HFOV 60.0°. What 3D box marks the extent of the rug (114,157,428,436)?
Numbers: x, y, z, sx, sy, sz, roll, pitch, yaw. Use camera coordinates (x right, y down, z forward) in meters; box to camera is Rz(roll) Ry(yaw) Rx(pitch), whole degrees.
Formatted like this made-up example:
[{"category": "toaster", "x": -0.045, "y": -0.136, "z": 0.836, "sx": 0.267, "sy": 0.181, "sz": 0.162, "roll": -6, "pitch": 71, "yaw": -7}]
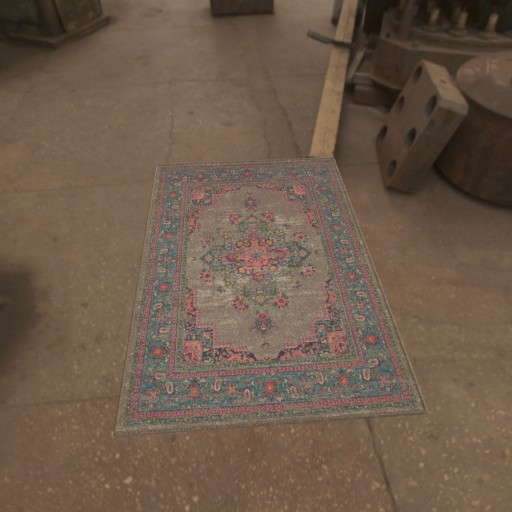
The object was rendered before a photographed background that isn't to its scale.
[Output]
[{"category": "rug", "x": 0.000, "y": 0.000, "z": 2.218, "sx": 1.144, "sy": 0.014, "sz": 1.748, "roll": -3, "pitch": 44, "yaw": -3}]
